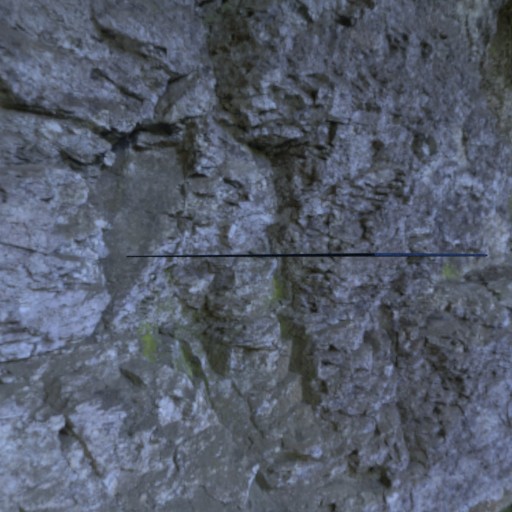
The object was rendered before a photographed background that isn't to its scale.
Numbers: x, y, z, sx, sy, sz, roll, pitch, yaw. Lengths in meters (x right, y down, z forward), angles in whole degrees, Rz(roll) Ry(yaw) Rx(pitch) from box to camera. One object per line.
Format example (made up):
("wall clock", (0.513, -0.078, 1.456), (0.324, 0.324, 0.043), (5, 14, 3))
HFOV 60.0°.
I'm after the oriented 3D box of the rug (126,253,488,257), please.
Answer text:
("rug", (0.000, 0.000, 2.722), (0.769, 0.012, 2.448), (0, 0, -36))
